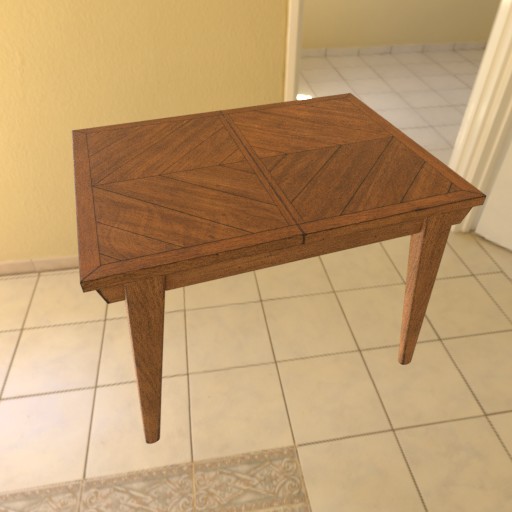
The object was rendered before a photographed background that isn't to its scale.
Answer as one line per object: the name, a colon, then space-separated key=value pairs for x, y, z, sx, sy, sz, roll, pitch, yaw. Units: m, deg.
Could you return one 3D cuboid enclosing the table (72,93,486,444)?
table: x=0.000 y=0.000 z=1.563 sx=1.027 sy=0.760 sz=0.757 roll=-12 pitch=42 yaw=-14
